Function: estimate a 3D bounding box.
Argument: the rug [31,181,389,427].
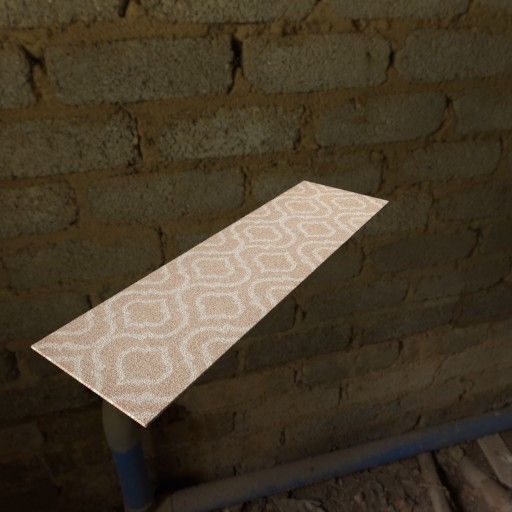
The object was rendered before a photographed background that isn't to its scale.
[{"bbox_3d":[0.000,0.000,2.482,0.691,0.013,2.289,20,36,30],"label":"rug"}]
